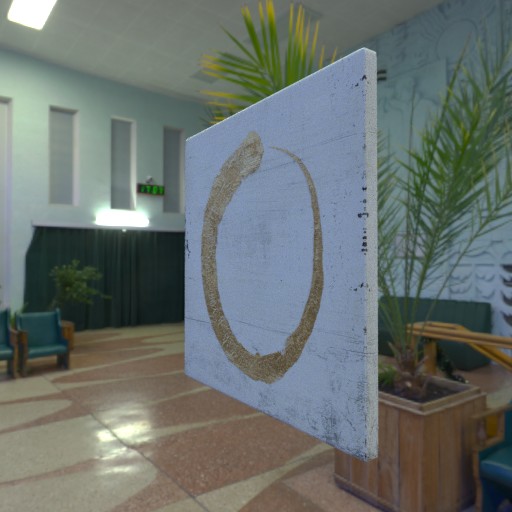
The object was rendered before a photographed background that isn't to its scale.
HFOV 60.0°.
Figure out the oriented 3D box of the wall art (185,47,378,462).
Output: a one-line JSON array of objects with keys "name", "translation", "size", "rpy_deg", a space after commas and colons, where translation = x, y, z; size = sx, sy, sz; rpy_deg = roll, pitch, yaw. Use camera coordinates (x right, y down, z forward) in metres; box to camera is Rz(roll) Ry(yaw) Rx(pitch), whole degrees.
[{"name": "wall art", "translation": [0.000, 0.000, 1.133], "size": [0.038, 0.762, 0.762], "rpy_deg": [1, -1, -35]}]
